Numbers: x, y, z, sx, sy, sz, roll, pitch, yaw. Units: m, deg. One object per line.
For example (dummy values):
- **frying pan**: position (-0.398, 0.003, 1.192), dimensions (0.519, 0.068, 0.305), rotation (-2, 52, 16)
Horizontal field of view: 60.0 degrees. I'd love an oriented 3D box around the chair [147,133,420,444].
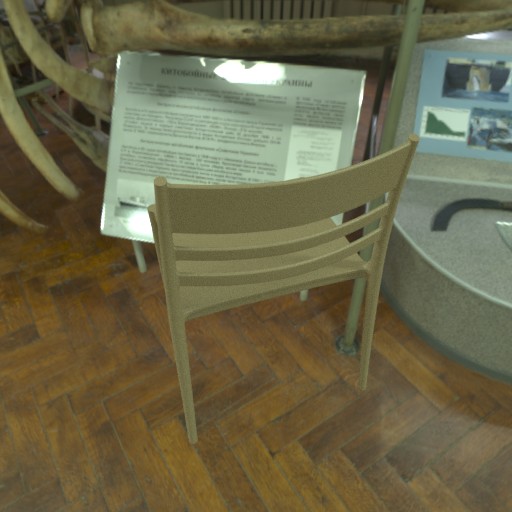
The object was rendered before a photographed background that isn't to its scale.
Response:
- **chair**: position (0.000, 0.000, 1.146), dimensions (0.531, 0.800, 0.511), rotation (-13, 43, -14)
